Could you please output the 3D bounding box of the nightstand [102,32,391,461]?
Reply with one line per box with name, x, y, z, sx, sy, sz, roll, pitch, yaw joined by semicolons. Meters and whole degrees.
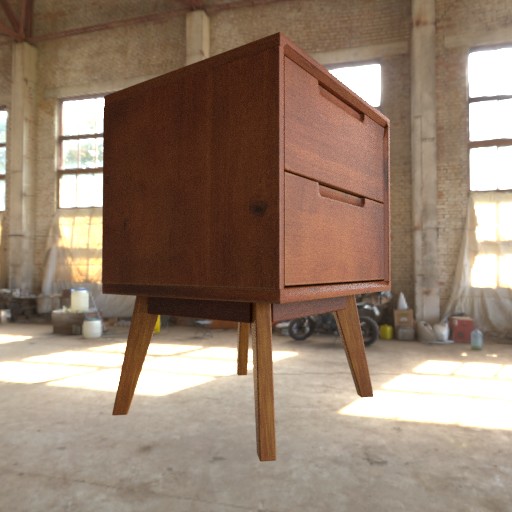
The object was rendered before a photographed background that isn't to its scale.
nightstand;0.000;0.000;0.922;0.411;0.618;0.460;-1;-2;36
